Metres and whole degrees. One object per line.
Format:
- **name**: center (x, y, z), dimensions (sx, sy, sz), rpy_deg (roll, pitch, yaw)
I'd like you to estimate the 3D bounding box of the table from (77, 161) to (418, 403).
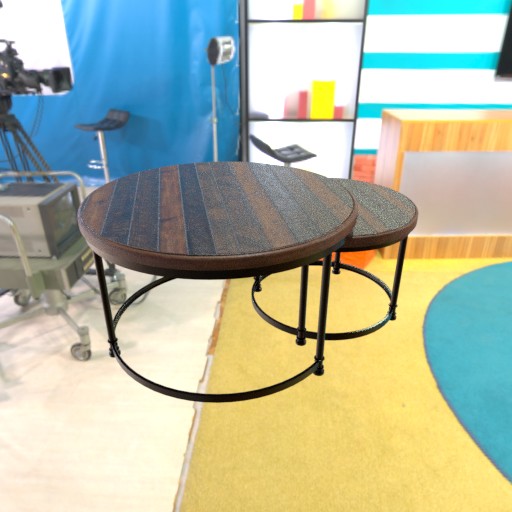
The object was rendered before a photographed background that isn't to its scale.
- **table**: center (0.000, 0.000, 1.615), dimensions (1.152, 0.516, 0.870), rpy_deg (-18, 32, -31)
